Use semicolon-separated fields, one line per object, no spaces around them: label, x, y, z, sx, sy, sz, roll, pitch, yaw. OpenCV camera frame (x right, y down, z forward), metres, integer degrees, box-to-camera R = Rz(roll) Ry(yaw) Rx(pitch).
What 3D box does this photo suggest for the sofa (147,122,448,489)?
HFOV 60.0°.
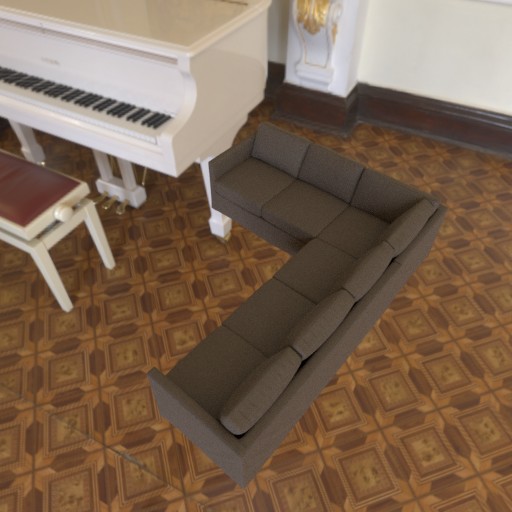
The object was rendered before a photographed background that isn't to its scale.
sofa;0.000;0.000;4.333;2.432;0.871;3.182;32;54;26
